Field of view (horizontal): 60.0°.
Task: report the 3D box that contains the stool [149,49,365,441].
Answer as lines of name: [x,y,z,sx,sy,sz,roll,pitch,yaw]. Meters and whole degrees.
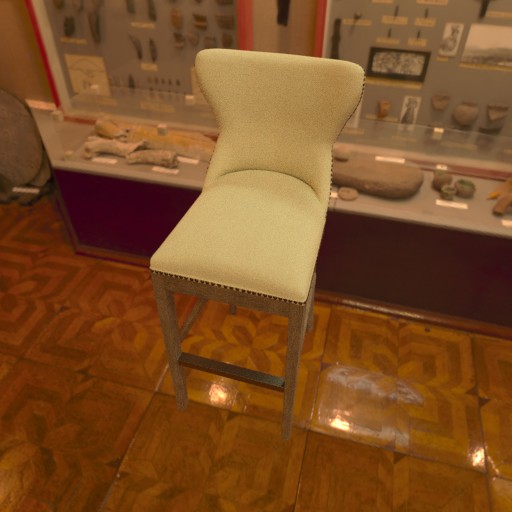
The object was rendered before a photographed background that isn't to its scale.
stool: [0.000,0.000,1.447,0.494,1.123,0.606,11,43,13]
